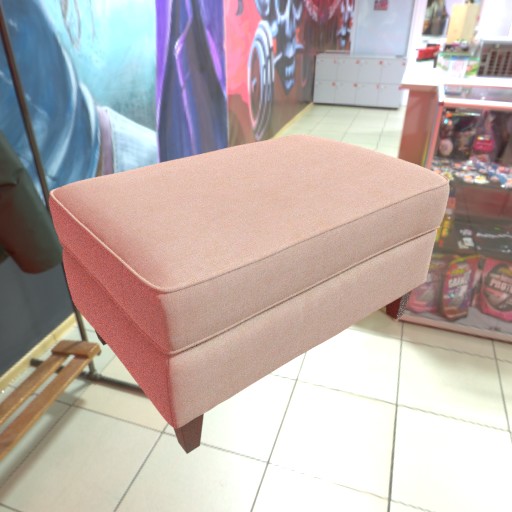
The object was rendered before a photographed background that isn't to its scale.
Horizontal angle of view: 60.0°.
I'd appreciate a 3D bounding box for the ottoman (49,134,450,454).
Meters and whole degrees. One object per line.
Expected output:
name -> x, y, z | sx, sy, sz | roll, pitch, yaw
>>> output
ottoman -> 0.000, 0.000, 1.192 | 0.862, 0.484, 0.583 | -22, 37, -33
